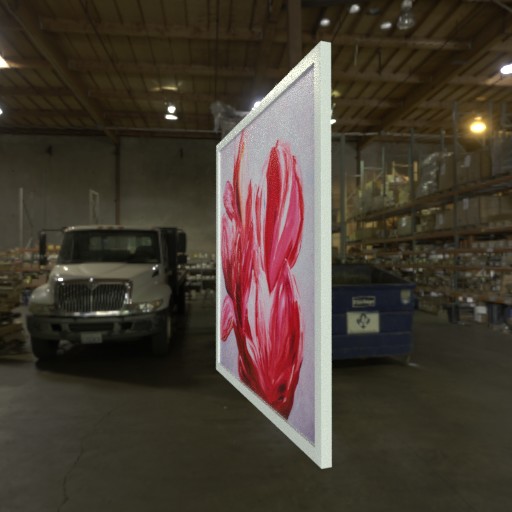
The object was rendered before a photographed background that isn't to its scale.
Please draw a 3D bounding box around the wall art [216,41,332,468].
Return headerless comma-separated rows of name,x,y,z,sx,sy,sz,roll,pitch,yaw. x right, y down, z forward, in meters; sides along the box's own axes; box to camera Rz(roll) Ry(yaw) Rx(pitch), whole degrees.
wall art,0.000,0.000,1.215,0.022,0.803,0.805,0,-1,-19
